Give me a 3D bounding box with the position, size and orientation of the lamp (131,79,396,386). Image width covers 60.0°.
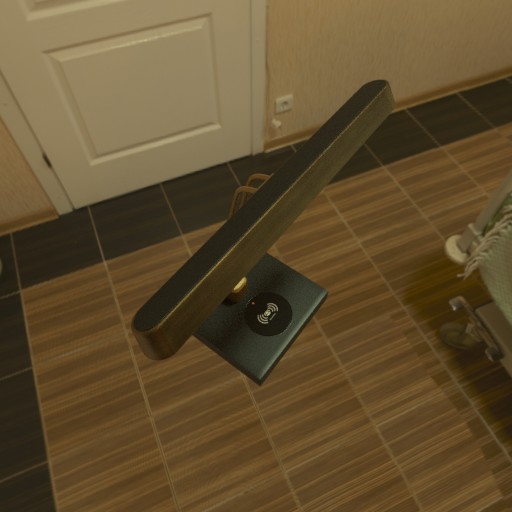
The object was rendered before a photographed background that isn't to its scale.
[{"bbox_3d":[0.000,0.000,0.584,0.156,0.345,0.412,32,62,19],"label":"lamp"}]
